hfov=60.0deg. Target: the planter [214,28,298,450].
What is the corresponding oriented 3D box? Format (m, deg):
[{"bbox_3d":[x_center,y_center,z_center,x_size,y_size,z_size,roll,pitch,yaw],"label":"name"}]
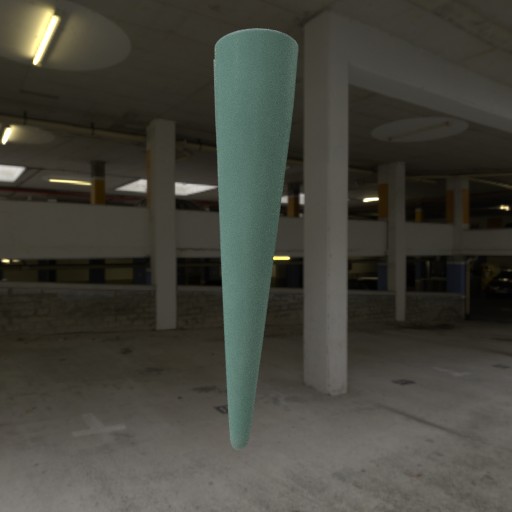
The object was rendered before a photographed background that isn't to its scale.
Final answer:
[{"bbox_3d":[0.000,0.000,0.289,0.054,0.268,0.055,0,1,-35],"label":"planter"}]
